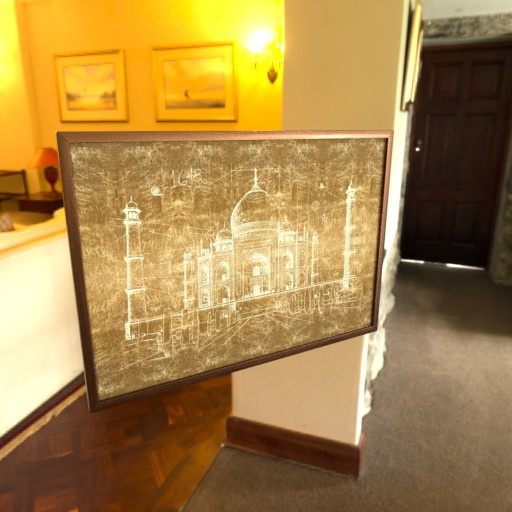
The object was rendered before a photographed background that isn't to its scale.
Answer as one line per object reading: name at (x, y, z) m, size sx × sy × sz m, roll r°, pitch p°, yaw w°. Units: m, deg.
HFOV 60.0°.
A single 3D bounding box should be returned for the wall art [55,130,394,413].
wall art at (0.000, 0.000, 0.559) m, size 0.431 × 0.304 × 0.012 m, roll -9°, pitch 18°, yaw -28°
